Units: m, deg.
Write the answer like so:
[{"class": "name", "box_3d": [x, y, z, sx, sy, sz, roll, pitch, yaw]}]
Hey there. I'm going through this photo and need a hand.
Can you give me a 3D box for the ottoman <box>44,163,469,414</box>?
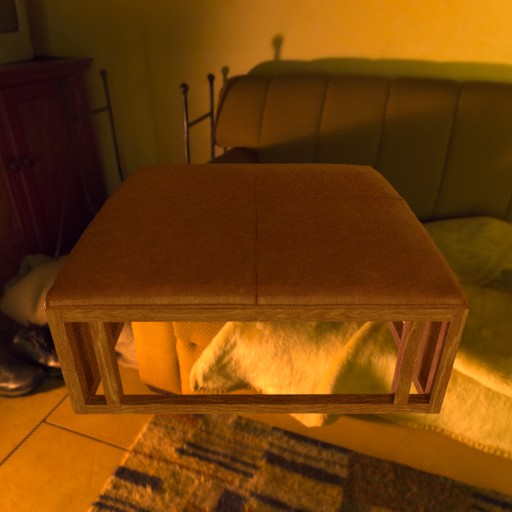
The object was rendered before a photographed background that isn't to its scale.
[{"class": "ottoman", "box_3d": [0.000, 0.000, 1.557, 1.016, 0.442, 1.013, 0, 29, 0]}]
